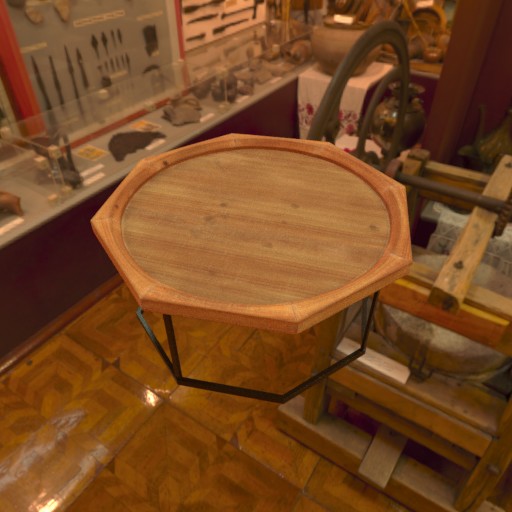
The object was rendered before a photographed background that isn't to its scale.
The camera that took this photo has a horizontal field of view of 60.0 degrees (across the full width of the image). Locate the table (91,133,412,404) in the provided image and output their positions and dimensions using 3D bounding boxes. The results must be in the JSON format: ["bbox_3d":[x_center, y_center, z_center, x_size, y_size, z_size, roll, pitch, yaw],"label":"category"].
[{"bbox_3d":[0.000,0.000,1.530,1.002,0.444,1.002,0,41,0],"label":"table"}]
